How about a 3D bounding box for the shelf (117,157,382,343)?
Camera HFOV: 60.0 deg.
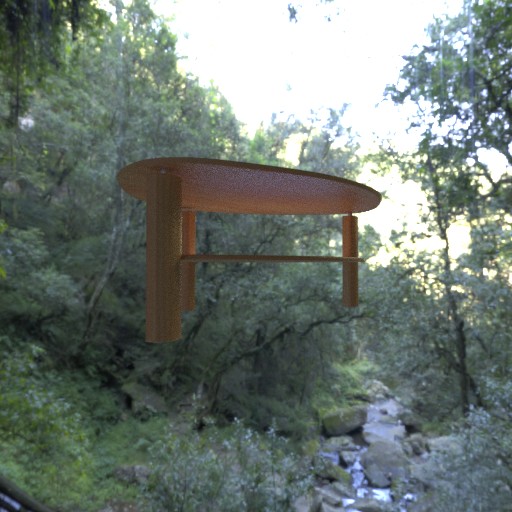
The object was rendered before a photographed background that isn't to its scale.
[{"bbox_3d":[0.000,0.000,1.632,0.845,0.440,1.246,-1,-2,36],"label":"shelf"}]
